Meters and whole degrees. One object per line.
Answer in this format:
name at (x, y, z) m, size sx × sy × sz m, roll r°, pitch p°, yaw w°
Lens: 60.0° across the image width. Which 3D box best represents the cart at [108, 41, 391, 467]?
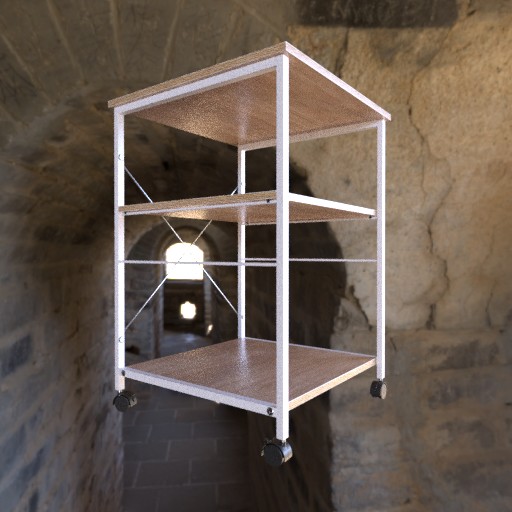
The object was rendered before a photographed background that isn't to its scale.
cart at (0.000, 0.000, 1.146) m, size 0.520 × 0.762 × 0.521 m, roll 0°, pitch 1°, yaw 37°
